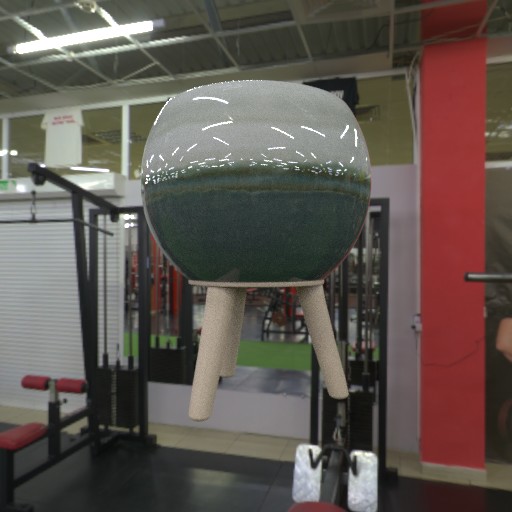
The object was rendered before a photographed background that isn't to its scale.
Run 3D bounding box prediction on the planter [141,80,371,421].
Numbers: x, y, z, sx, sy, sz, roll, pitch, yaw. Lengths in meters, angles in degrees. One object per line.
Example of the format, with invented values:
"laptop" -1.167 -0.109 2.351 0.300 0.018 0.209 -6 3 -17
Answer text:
"planter" 0.000 0.000 0.439 0.222 0.278 0.222 0 0 0
